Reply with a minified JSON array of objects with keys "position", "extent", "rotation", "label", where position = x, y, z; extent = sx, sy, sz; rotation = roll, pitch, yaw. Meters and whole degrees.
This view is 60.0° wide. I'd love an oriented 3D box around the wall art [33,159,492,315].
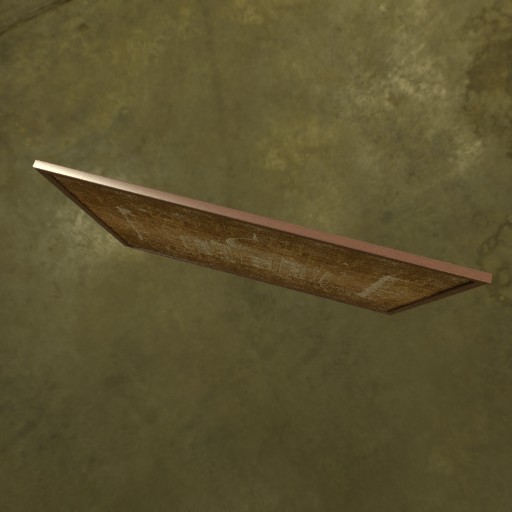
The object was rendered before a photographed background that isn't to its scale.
[{"position":[0.000,0.000,0.840],"extent":[0.660,0.455,0.014],"rotation":[14,77,3],"label":"wall art"}]
